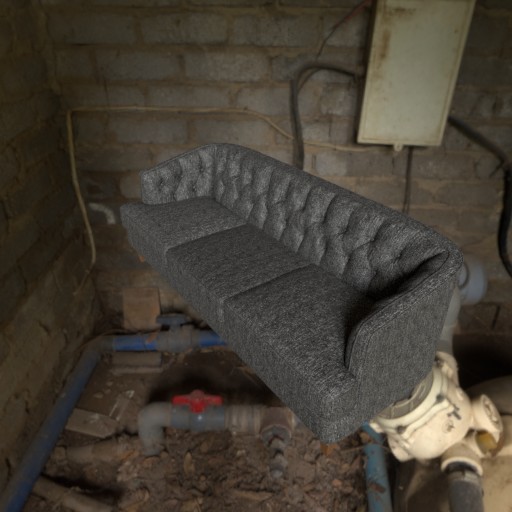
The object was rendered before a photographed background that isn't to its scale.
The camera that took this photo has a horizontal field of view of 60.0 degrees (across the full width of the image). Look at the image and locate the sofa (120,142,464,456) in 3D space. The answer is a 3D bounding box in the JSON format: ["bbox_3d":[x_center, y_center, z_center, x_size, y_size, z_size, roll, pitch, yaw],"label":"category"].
[{"bbox_3d":[0.000,0.000,2.748,0.941,0.855,2.278,-20,36,-30],"label":"sofa"}]
